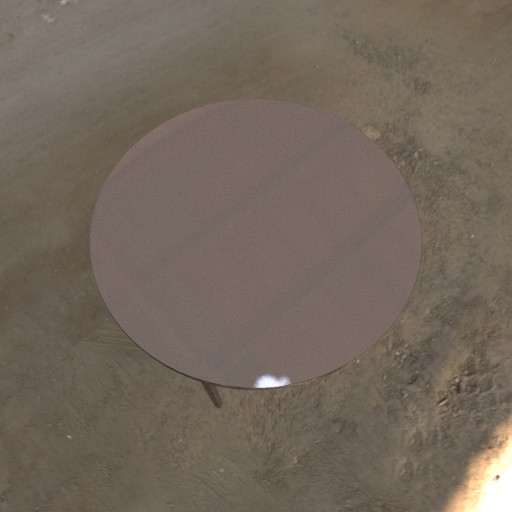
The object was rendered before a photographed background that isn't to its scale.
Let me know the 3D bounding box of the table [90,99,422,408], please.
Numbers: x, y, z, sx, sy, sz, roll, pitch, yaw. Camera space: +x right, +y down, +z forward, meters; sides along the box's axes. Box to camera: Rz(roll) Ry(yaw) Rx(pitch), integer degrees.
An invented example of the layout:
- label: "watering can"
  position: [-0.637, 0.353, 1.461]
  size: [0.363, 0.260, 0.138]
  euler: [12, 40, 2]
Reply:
- label: "table"
  position: [0.000, 0.000, 1.255]
  size: [0.800, 0.400, 0.800]
  euler: [0, 63, 0]
